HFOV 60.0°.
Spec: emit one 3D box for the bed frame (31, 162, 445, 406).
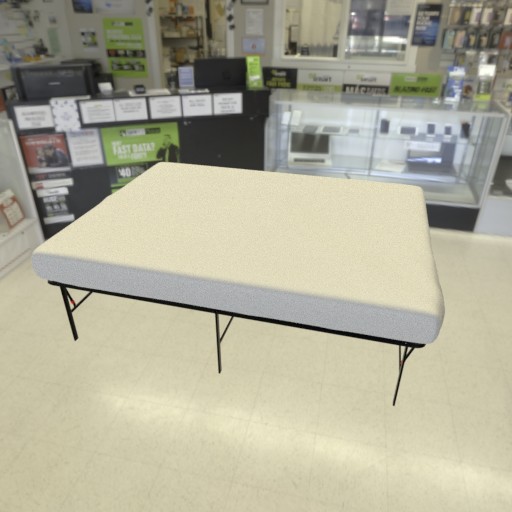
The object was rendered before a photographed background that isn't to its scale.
[{"bbox_3d":[0.000,0.000,2.905,2.151,0.667,1.584,8,31,13],"label":"bed frame"}]
